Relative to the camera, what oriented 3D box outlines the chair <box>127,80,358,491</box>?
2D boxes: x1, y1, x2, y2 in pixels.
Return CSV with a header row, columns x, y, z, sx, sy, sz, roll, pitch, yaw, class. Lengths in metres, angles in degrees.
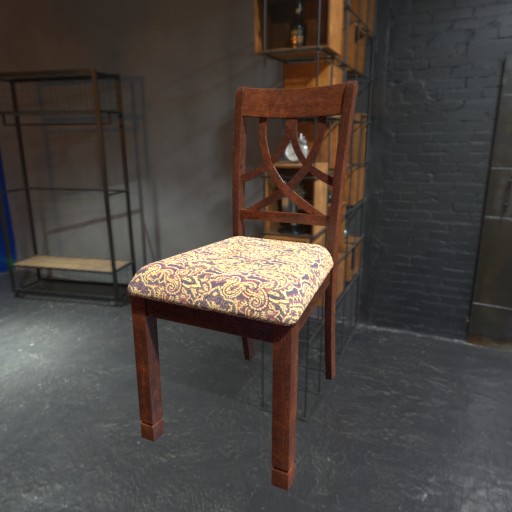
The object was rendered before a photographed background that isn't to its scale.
x,y,z,sx,sy,sz,roll,pitch,yaw,class
0.000,0.000,1.254,0.457,0.965,0.584,7,17,25,chair
